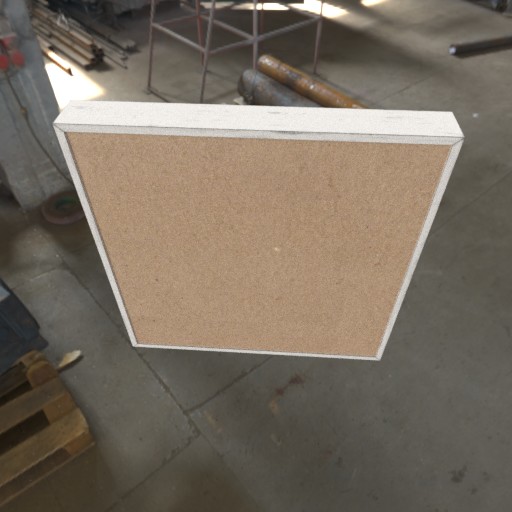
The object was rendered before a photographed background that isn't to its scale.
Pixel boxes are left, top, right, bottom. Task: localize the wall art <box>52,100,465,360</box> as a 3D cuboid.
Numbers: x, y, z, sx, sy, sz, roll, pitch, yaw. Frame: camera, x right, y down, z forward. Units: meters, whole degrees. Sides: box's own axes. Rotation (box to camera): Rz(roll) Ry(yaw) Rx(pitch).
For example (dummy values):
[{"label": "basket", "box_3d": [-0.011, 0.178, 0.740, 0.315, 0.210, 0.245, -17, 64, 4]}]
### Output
[{"label": "wall art", "box_3d": [0.000, 0.000, 0.449, 0.305, 0.305, 0.038, 3, 46, 3]}]
